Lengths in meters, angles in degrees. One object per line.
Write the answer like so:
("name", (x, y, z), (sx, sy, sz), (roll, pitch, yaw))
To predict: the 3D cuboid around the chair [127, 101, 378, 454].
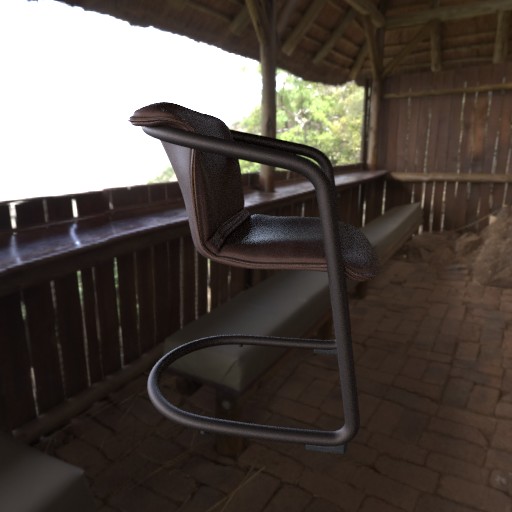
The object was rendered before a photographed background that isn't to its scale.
("chair", (0.000, 0.000, 1.263), (0.664, 0.836, 0.536), (3, 16, 9))
